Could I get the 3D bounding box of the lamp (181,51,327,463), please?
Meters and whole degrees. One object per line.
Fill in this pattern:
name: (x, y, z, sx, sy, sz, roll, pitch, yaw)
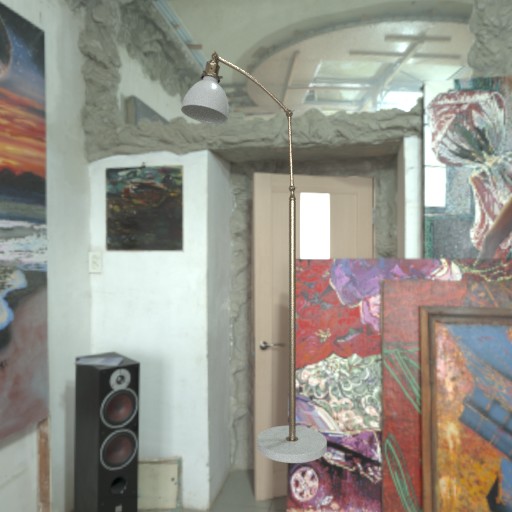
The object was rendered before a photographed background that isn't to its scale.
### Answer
lamp: (0.000, 0.000, 1.788, 0.599, 1.586, 0.288, 0, 1, -17)
